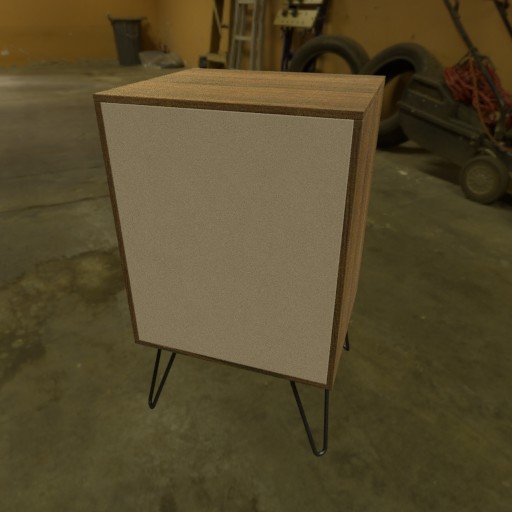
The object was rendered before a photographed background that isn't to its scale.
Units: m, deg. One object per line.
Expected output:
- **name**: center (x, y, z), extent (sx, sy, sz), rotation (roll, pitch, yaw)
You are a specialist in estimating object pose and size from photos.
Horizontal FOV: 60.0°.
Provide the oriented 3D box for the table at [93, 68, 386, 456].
- **table**: center (0.000, 0.000, 1.185), extent (0.526, 0.866, 0.457), rotation (9, 30, 16)
